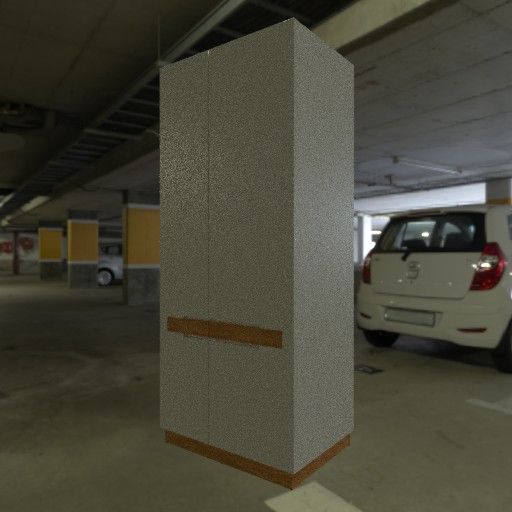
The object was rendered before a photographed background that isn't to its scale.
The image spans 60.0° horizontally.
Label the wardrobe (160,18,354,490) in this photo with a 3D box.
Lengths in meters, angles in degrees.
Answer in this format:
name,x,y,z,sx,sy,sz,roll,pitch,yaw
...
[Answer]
name,x,y,z,sx,sy,sz,roll,pitch,yaw
wardrobe,0.000,0.000,2.396,0.860,2.040,0.600,0,0,37
